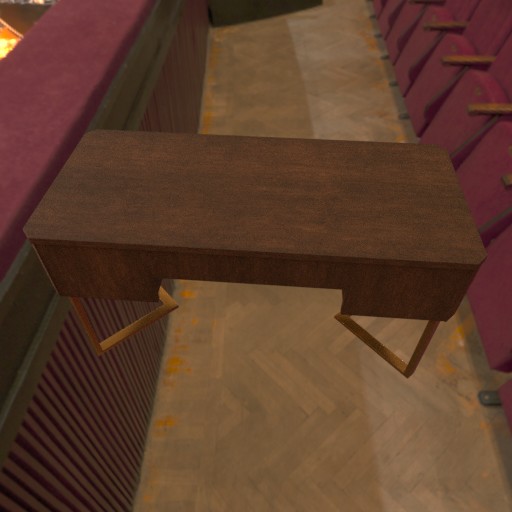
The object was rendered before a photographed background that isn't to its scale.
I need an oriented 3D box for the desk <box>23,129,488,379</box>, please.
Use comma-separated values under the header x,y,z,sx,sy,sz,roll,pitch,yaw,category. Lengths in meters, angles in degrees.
x,y,z,sx,sy,sz,roll,pitch,yaw,category
0.000,0.000,1.888,1.479,0.762,0.684,3,46,3,desk
